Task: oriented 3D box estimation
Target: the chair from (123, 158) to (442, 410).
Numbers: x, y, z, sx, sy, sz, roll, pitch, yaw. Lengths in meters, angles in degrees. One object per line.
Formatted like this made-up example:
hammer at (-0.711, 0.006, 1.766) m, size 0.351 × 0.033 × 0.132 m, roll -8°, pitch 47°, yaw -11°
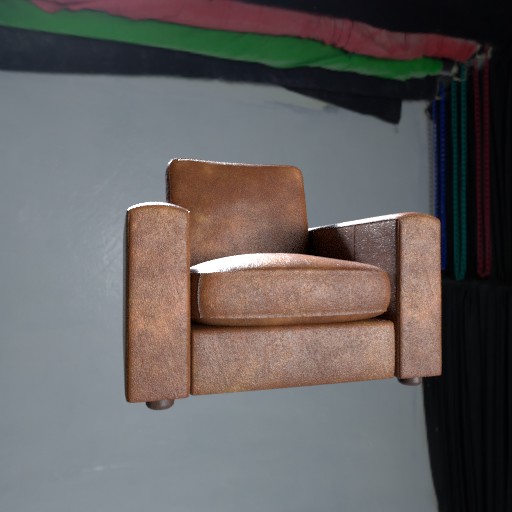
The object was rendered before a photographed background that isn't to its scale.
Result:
chair at (0.000, 0.000, 1.757) m, size 1.005 × 0.873 × 1.016 m, roll 0°, pitch -1°, yaw -17°
